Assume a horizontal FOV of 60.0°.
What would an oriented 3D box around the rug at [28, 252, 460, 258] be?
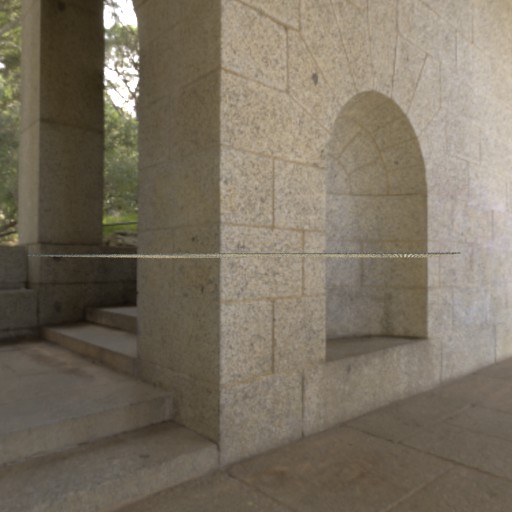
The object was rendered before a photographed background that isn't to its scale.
[{"bbox_3d":[0.000,0.000,2.205,1.740,0.010,1.135,0,-1,19],"label":"rug"}]
